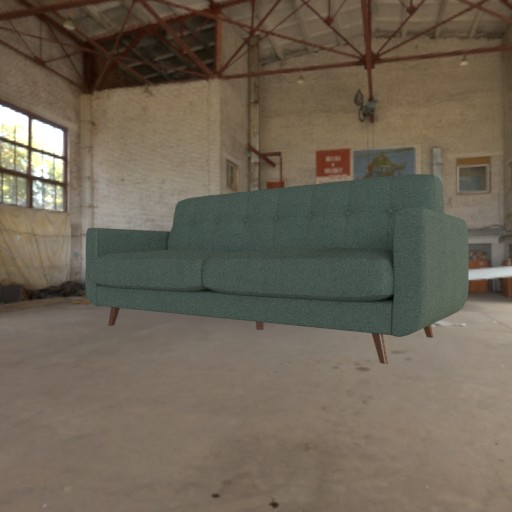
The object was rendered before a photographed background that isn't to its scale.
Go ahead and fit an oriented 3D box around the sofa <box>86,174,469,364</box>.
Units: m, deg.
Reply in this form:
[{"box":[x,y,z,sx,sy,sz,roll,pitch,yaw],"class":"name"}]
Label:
[{"box":[0.000,0.000,2.480,2.029,0.841,0.909,0,0,35],"class":"sofa"}]
